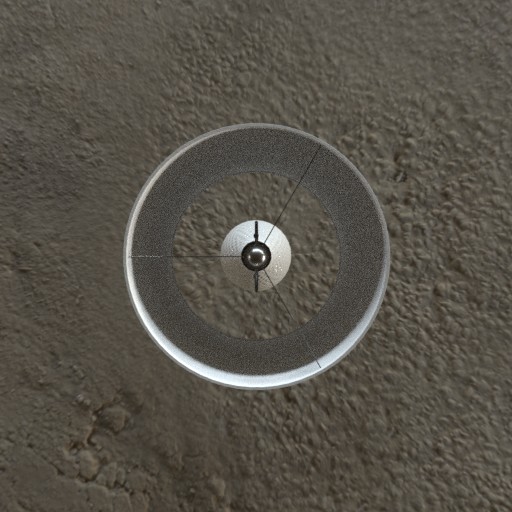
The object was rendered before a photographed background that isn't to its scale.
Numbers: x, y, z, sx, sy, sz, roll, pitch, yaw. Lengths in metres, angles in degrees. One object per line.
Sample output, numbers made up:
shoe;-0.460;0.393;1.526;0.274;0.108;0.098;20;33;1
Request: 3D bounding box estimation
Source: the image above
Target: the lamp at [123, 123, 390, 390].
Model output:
lamp;0.000;0.000;0.581;0.214;0.466;0.214;0;90;0
